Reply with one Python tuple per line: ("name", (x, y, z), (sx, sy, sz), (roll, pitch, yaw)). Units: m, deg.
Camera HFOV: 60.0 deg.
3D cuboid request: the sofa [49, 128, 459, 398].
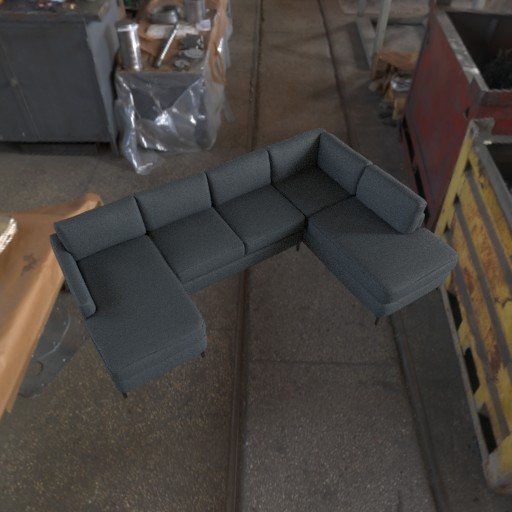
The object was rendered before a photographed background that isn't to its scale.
("sofa", (0.000, 0.000, 3.866), (2.975, 0.858, 1.984), (-24, 51, -21))
